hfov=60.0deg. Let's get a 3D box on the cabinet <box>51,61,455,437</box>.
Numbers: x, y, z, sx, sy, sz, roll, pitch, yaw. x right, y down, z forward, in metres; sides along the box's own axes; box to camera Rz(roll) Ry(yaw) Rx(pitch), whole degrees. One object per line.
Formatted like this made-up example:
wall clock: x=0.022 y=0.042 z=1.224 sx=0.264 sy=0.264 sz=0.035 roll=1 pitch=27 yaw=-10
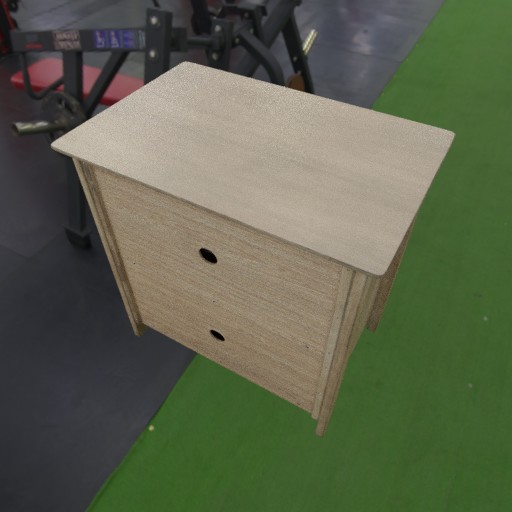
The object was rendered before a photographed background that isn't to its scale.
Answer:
cabinet: x=0.000 y=0.000 z=1.263 sx=0.763 sy=0.762 sz=0.503 roll=23 pitch=51 yaw=20
